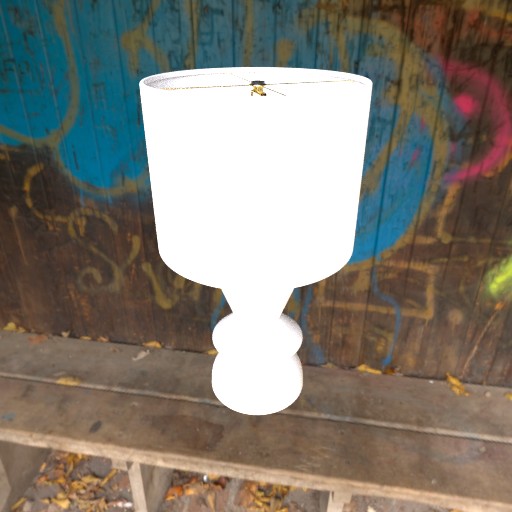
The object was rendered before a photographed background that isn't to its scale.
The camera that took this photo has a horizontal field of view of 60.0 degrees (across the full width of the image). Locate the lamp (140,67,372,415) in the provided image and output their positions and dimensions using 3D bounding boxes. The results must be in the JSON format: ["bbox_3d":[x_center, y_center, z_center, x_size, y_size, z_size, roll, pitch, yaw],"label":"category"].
[{"bbox_3d":[0.000,0.000,0.713,0.301,0.533,0.301,-9,30,-16],"label":"lamp"}]
